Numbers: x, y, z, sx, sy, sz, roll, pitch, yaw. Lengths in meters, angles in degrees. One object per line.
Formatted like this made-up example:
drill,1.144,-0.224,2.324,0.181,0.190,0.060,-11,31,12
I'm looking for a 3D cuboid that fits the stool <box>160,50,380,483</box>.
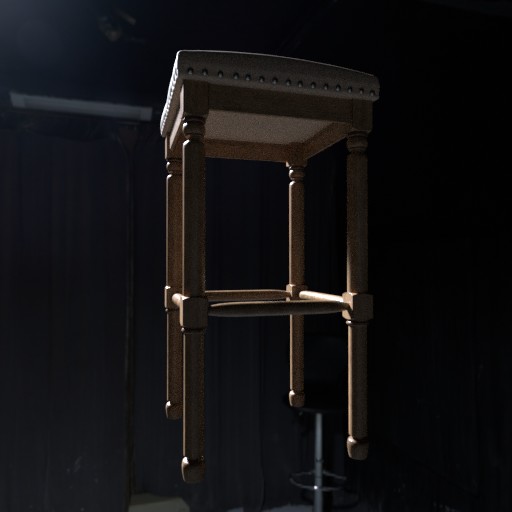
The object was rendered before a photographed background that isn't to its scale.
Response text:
stool,0.000,0.000,0.959,0.383,0.768,0.382,0,-1,-16
